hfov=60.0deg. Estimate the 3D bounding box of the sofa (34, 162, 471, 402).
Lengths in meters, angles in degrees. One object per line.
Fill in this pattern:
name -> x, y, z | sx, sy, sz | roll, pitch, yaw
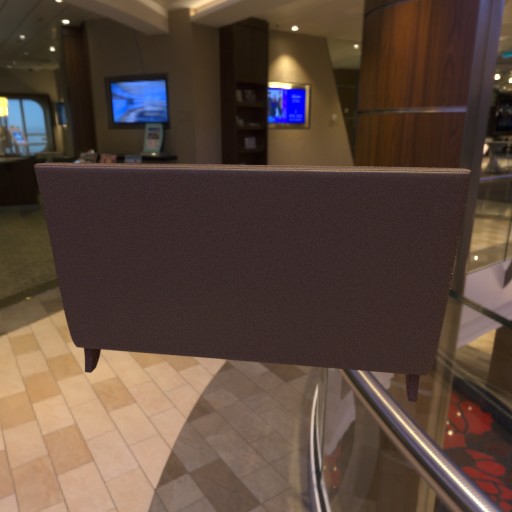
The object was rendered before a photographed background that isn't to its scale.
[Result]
sofa -> 0.000, 0.000, 1.976 | 1.468, 0.859, 0.853 | 3, 16, 9
